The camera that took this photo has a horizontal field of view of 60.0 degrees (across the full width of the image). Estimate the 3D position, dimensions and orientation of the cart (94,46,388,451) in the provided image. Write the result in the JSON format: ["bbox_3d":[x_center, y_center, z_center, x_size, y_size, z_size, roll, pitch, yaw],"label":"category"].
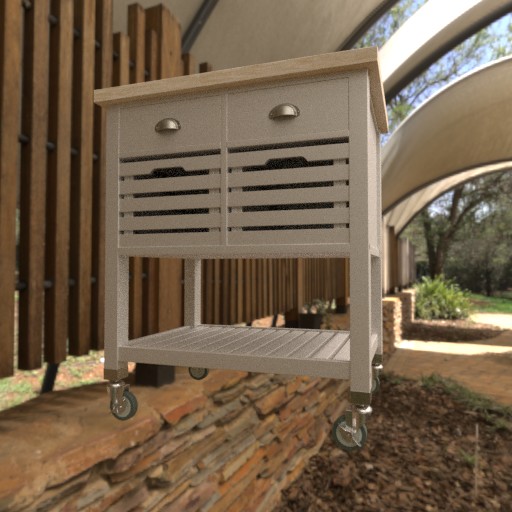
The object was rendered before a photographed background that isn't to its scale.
[{"bbox_3d":[0.000,0.000,1.360,0.762,0.914,0.559,-1,-2,19],"label":"cart"}]
